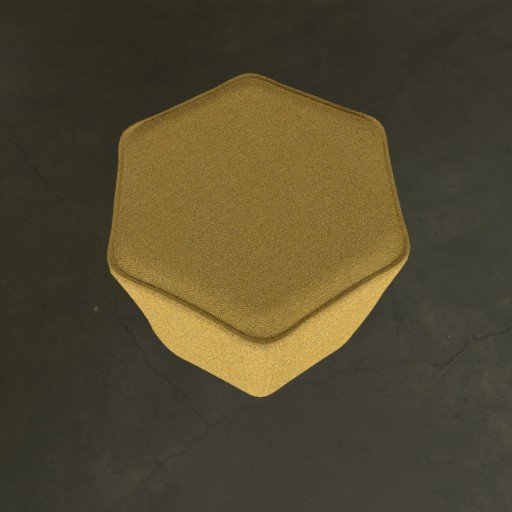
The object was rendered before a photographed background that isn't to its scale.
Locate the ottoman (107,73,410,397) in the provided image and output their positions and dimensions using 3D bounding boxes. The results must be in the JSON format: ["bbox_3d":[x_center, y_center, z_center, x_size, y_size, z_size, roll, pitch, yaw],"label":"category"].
[{"bbox_3d":[0.000,0.000,0.890,0.494,0.502,0.443,-30,68,-13],"label":"ottoman"}]
